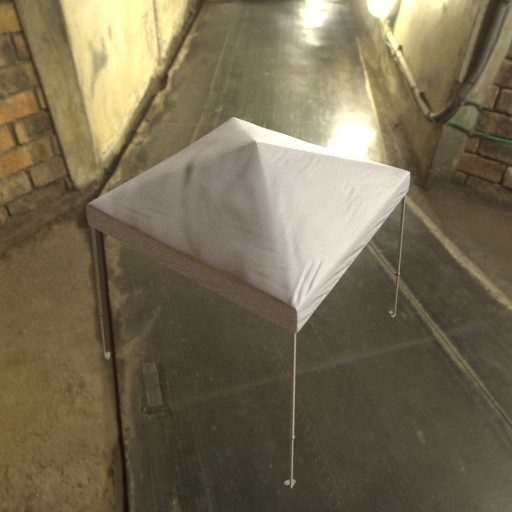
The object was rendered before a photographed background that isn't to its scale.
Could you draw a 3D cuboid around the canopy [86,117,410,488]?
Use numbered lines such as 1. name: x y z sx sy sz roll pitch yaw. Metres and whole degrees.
1. canopy: 0.000 0.000 6.392 3.599 3.600 3.600 25 48 25
